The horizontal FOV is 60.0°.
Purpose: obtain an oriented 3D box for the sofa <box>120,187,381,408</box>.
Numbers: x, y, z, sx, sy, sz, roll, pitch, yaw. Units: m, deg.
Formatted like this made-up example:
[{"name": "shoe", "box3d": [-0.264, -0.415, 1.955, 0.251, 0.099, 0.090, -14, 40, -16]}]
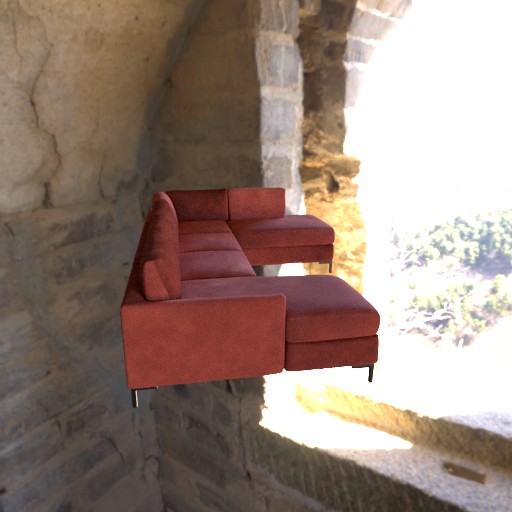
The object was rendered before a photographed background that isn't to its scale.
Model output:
[{"name": "sofa", "box3d": [0.000, 0.000, 3.905, 1.981, 0.858, 2.971, -3, 17, -10]}]
